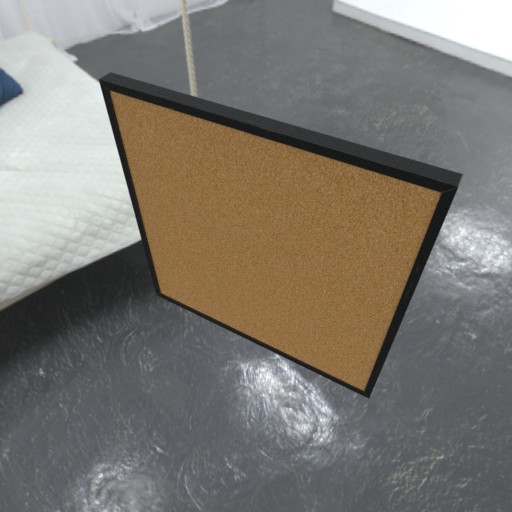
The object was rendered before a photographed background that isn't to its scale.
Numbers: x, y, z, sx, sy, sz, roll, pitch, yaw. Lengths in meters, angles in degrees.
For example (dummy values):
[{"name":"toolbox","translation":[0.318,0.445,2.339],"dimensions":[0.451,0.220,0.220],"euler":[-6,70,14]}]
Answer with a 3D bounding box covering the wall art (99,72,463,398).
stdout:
[{"name":"wall art","translation":[0.000,0.000,1.122],"dimensions":[0.761,0.761,0.037],"euler":[22,51,19]}]
